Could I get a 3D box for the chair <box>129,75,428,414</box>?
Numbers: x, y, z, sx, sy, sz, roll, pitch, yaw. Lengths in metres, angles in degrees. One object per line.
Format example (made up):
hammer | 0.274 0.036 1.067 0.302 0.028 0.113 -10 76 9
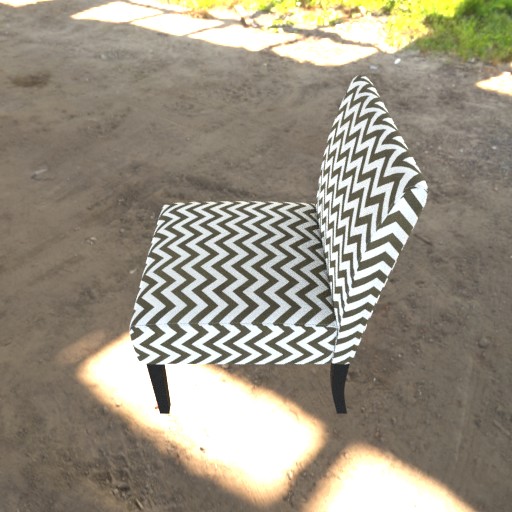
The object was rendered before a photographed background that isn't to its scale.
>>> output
chair | 0.000 0.000 1.289 0.648 0.838 0.589 0 41 0
